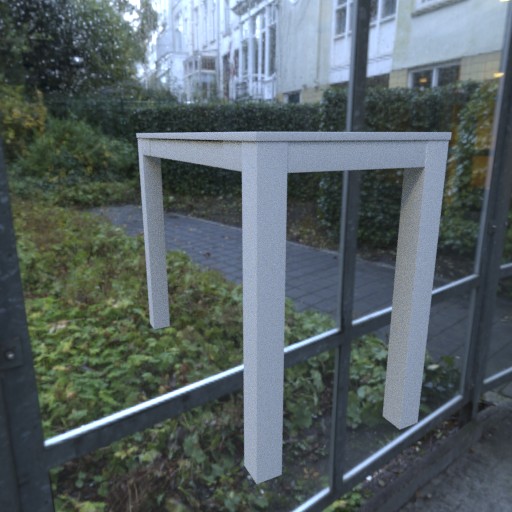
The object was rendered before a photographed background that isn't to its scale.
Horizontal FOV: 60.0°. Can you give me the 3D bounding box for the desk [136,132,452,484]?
[{"bbox_3d":[0.000,0.000,1.426,0.497,0.762,0.990,-8,17,-26],"label":"desk"}]
